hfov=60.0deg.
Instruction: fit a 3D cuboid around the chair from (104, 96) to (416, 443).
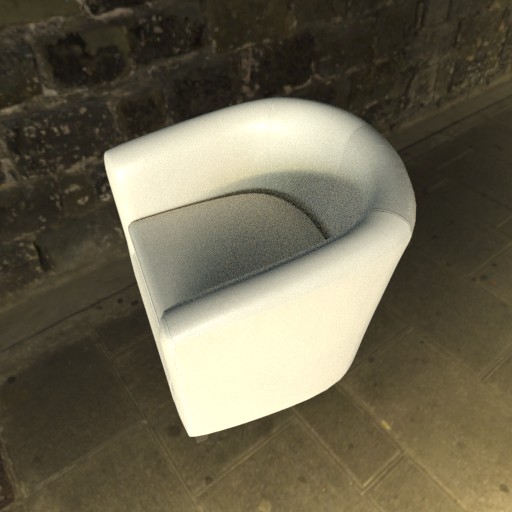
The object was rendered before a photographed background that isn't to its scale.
[{"bbox_3d":[0.000,0.000,1.392,0.727,0.756,0.792,-16,47,-16],"label":"chair"}]
